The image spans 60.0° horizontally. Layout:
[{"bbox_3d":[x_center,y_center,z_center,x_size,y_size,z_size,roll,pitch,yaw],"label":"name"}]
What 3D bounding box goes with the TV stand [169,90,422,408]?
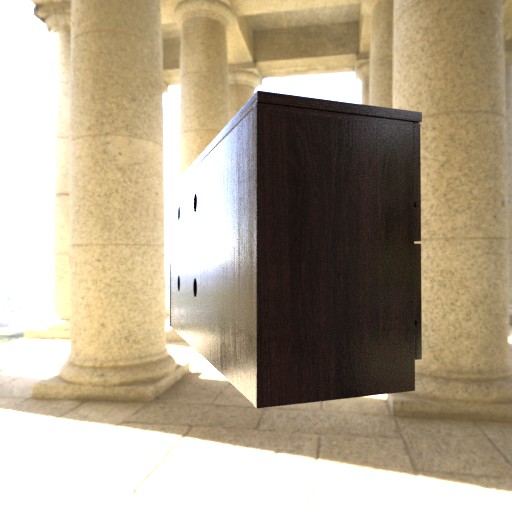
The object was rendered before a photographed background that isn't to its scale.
[{"bbox_3d":[0.000,0.000,1.473,0.404,0.614,1.192,0,-1,-19],"label":"TV stand"}]
